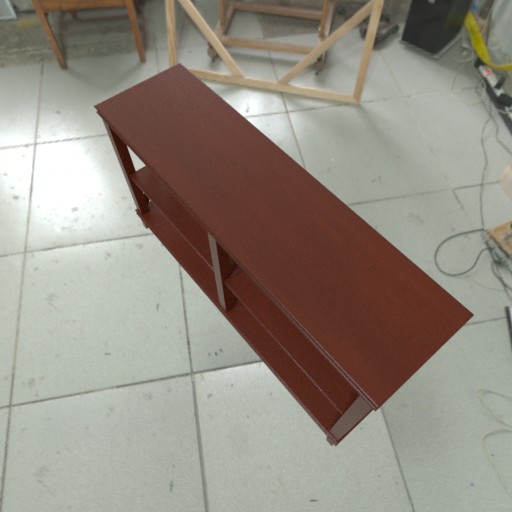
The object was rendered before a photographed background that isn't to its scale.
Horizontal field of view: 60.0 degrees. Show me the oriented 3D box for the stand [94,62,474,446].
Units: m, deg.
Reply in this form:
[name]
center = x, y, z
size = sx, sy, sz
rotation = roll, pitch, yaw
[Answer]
[stand]
center = 0.000, 0.000, 1.719
size = 0.381, 0.762, 1.372
rotation = -36, 66, -19
